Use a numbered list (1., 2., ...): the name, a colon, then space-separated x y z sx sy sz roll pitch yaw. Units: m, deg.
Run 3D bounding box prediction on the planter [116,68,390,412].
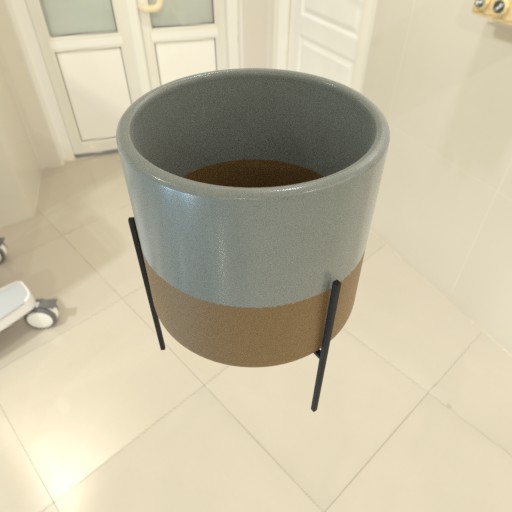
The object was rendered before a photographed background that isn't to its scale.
1. planter: 0.000 0.000 0.726 0.348 0.480 0.360 -27 49 -25
